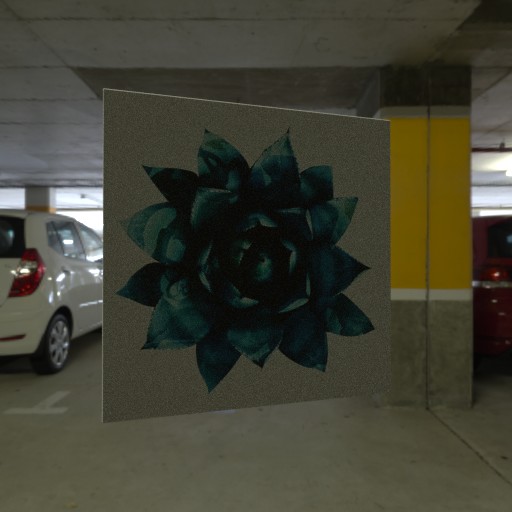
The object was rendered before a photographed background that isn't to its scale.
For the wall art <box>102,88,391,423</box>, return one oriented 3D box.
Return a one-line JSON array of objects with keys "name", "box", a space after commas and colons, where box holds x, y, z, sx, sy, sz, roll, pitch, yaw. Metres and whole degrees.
[{"name": "wall art", "box": [0.000, 0.000, 0.467, 0.305, 0.305, 0.038, 0, -1, -18]}]
